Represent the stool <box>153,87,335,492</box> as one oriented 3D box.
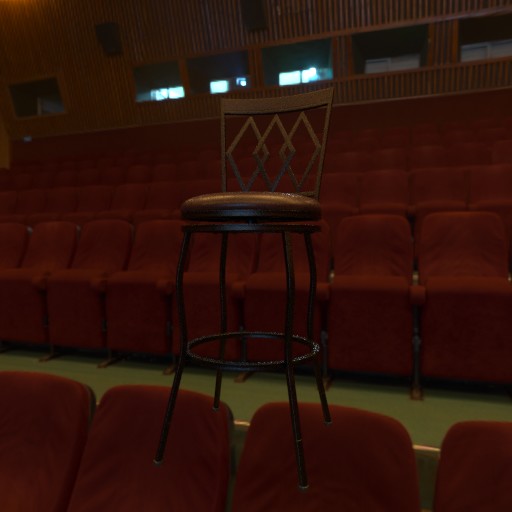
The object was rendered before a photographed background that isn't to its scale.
[{"bbox_3d":[0.000,0.000,1.374,0.432,1.134,0.521,1,2,18],"label":"stool"}]
